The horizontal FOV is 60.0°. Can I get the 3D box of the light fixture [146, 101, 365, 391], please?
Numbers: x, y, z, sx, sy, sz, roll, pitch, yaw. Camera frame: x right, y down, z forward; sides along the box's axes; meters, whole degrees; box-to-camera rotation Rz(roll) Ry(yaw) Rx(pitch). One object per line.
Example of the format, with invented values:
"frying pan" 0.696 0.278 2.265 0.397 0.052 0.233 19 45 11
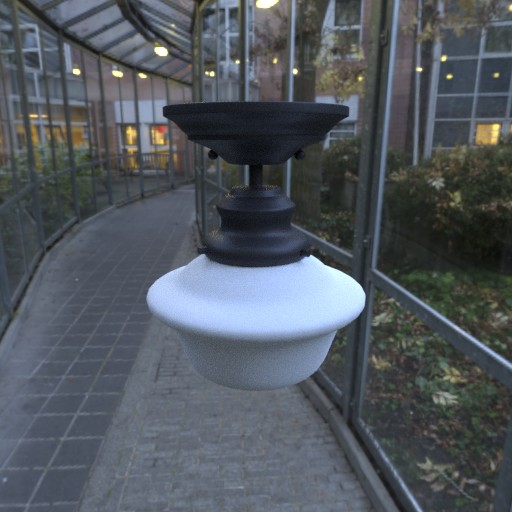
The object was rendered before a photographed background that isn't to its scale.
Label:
"light fixture" 0.000 0.000 0.401 0.197 0.254 0.197 0 15 0
